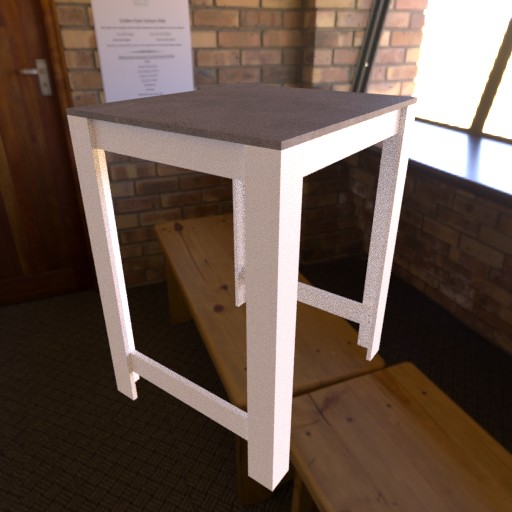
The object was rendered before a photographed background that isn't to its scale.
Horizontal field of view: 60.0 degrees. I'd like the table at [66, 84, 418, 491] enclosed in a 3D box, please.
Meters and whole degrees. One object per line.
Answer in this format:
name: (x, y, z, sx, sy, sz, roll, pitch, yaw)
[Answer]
table: (0.000, 0.000, 1.542, 0.700, 1.020, 0.800, 18, 32, 32)
